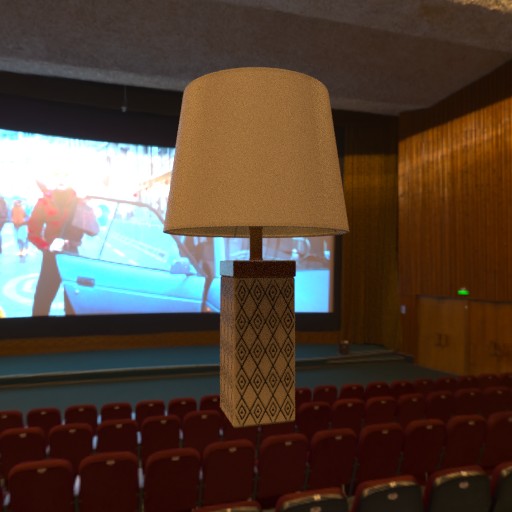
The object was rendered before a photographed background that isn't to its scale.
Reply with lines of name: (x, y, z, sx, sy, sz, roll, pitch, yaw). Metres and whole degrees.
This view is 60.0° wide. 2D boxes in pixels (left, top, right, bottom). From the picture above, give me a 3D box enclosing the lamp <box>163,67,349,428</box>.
lamp: (0.000, 0.000, 0.610, 0.251, 0.435, 0.251, 0, -1, 0)
